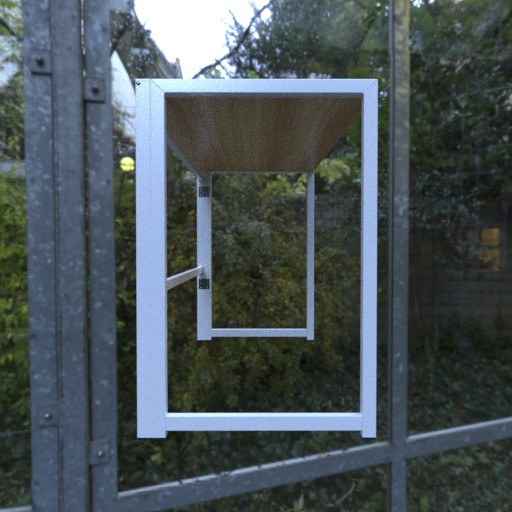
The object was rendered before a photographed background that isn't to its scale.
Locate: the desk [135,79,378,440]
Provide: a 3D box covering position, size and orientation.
[{"bbox_3d":[0.000,0.000,1.440,0.508,0.762,1.016,0,1,0],"label":"desk"}]
